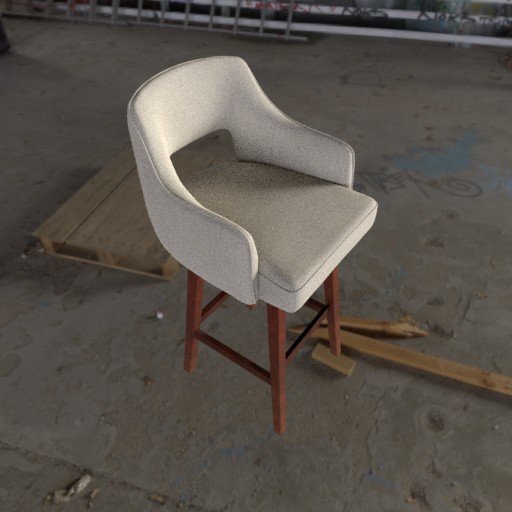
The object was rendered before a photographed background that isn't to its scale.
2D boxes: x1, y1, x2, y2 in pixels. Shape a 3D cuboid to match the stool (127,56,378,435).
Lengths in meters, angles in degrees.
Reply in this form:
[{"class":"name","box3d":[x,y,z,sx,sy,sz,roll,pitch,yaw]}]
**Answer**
[{"class":"stool","box3d":[0.000,0.000,1.381,0.560,1.041,0.550,26,47,26]}]
